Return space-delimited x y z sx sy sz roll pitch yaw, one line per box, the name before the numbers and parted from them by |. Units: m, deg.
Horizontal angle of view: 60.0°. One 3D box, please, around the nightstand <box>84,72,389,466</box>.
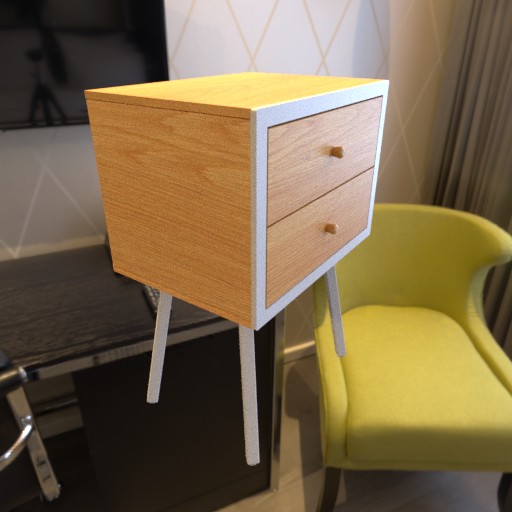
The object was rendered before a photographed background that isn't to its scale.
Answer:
nightstand | 0.000 0.000 0.831 0.316 0.601 0.400 18 32 31
